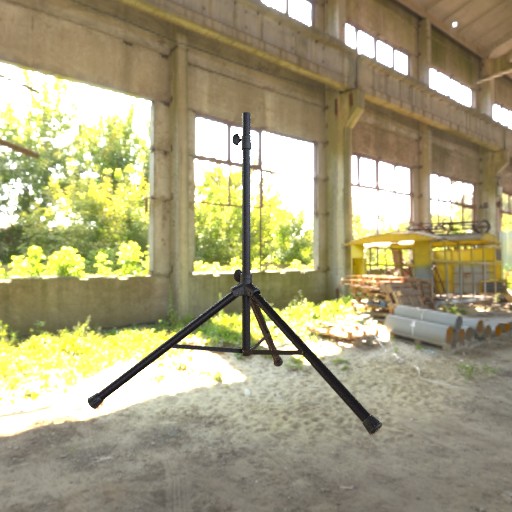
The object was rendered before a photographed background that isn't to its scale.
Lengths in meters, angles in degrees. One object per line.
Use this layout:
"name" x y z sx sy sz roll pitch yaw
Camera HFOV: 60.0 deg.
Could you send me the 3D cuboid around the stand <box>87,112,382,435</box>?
"stand" 0.000 0.000 1.913 1.045 1.136 0.907 0 -1 16
